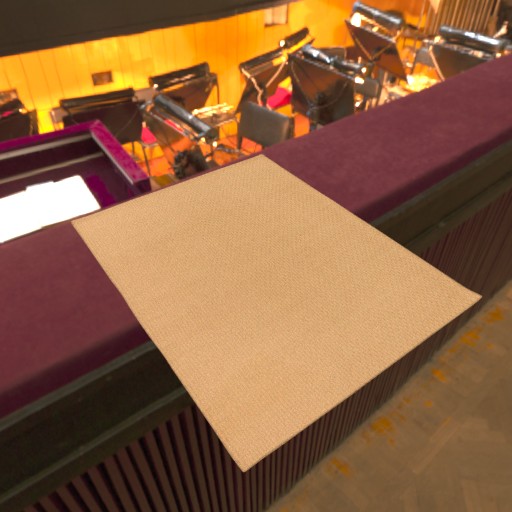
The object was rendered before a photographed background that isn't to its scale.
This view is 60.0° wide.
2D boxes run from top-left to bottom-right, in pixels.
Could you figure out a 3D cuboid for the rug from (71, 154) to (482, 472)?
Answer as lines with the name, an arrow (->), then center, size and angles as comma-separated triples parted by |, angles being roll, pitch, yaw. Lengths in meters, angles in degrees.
rug -> 0.000, 0.000, 3.847 | 2.277, 0.035, 2.897 | -26, 47, -26
